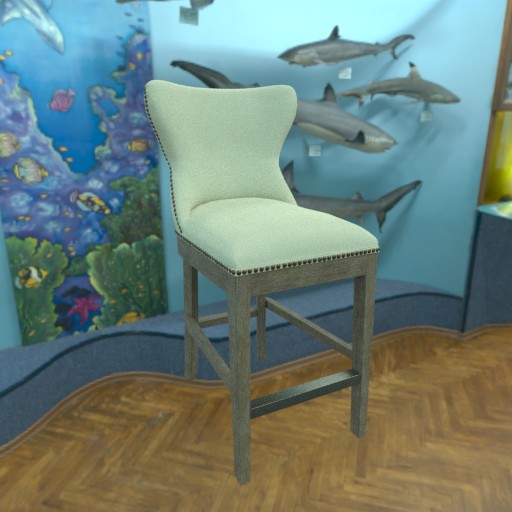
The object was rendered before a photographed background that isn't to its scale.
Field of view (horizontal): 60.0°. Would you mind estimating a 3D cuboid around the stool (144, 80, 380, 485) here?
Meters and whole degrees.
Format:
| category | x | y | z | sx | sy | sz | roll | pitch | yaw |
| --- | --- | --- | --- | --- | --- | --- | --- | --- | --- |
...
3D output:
| category | x | y | z | sx | sy | sz | roll | pitch | yaw |
| --- | --- | --- | --- | --- | --- | --- | --- | --- | --- |
| stool | 0.000 | 0.000 | 1.306 | 0.498 | 0.981 | 0.608 | -9 | 19 | -26 |
